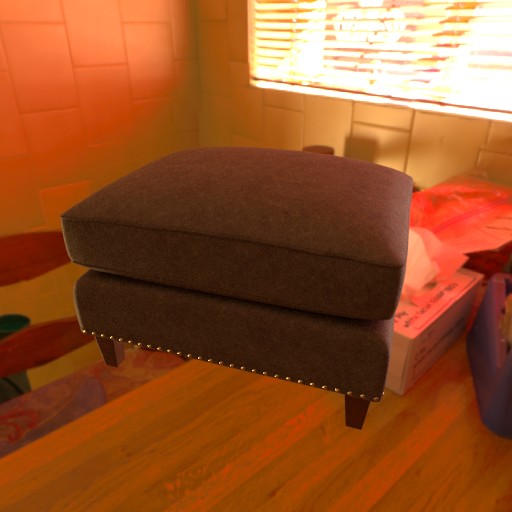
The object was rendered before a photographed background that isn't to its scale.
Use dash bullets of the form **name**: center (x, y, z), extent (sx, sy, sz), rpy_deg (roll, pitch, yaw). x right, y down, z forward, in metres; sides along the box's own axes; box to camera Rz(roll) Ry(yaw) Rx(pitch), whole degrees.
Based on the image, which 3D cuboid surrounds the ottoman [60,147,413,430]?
- **ottoman**: center (0.000, 0.000, 1.182), extent (0.741, 0.513, 0.584), rpy_deg (9, 28, 17)
